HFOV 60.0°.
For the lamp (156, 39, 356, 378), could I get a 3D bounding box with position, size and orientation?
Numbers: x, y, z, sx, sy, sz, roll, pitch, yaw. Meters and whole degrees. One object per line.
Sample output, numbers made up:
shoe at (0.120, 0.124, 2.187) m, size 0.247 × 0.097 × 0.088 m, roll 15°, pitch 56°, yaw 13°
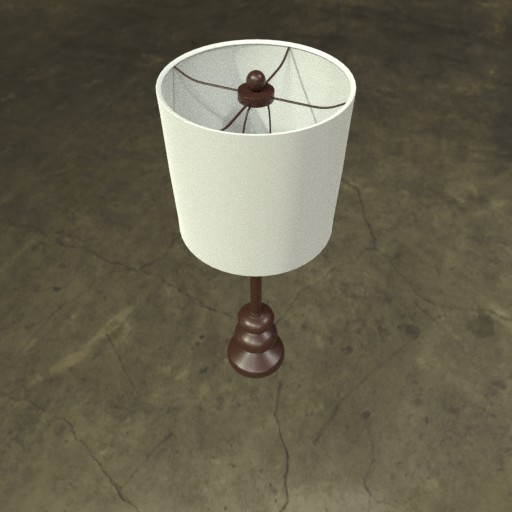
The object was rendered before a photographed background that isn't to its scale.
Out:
lamp at (0.000, 0.000, 0.811) m, size 0.254 × 0.690 × 0.254 m, roll 18°, pitch 50°, yaw 16°
